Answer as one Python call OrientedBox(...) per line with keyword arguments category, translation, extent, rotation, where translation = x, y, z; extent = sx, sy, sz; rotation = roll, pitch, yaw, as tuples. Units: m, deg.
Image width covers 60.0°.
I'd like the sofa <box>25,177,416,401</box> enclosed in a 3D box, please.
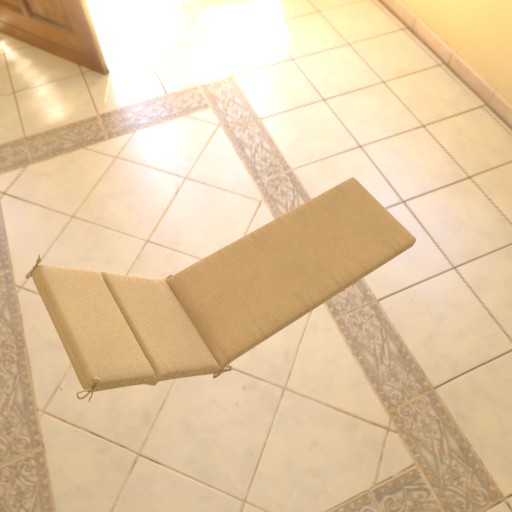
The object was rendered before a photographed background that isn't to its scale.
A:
OrientedBox(category="sofa", translation=(0.000, 0.000, 1.948), extent=(1.663, 0.622, 0.582), rotation=(-30, 64, -16))
